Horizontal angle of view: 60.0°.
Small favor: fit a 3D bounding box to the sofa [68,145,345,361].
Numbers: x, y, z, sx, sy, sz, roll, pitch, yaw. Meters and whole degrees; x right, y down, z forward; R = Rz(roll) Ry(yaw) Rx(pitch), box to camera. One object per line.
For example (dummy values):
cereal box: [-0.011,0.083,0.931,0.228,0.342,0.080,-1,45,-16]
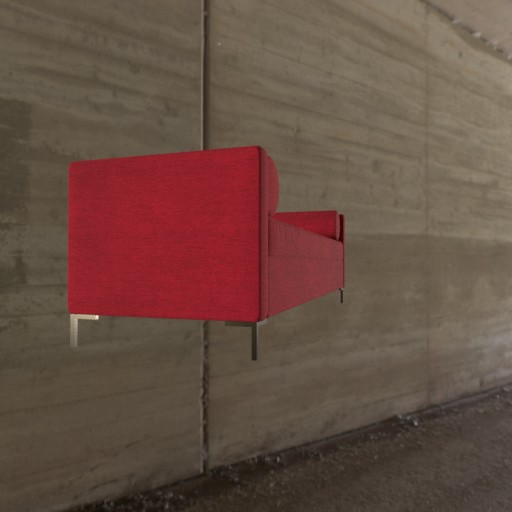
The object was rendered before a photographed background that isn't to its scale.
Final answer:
sofa: [0.000,0.000,2.310,0.686,0.635,1.981,0,-1,18]
